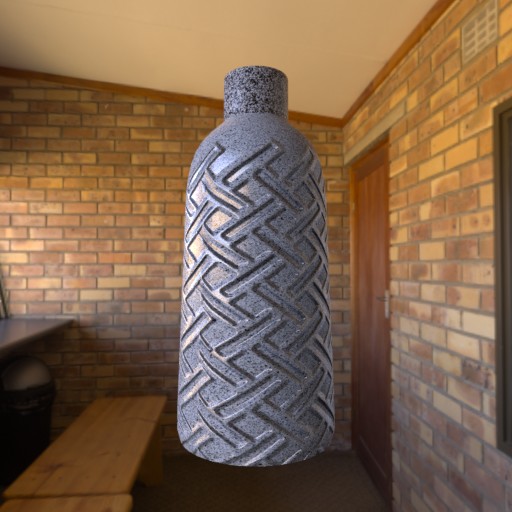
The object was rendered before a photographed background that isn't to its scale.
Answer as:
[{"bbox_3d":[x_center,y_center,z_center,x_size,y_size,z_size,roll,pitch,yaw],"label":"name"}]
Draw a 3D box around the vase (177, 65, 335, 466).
[{"bbox_3d":[0.000,0.000,0.351,0.122,0.282,0.122,0,-1,0],"label":"vase"}]
